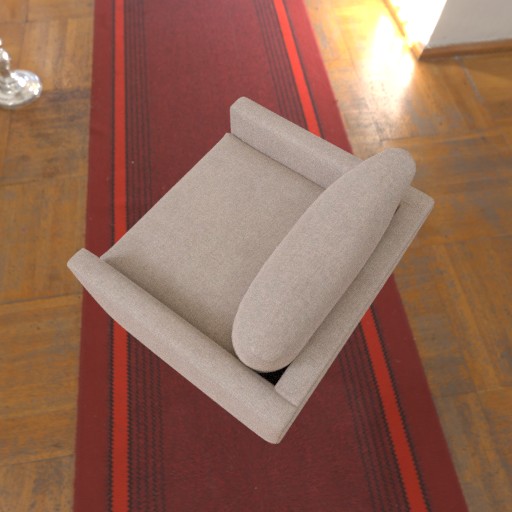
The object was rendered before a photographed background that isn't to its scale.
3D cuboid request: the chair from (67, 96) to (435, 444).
[{"bbox_3d":[0.000,0.000,1.635,0.866,0.861,0.963,33,67,16],"label":"chair"}]
